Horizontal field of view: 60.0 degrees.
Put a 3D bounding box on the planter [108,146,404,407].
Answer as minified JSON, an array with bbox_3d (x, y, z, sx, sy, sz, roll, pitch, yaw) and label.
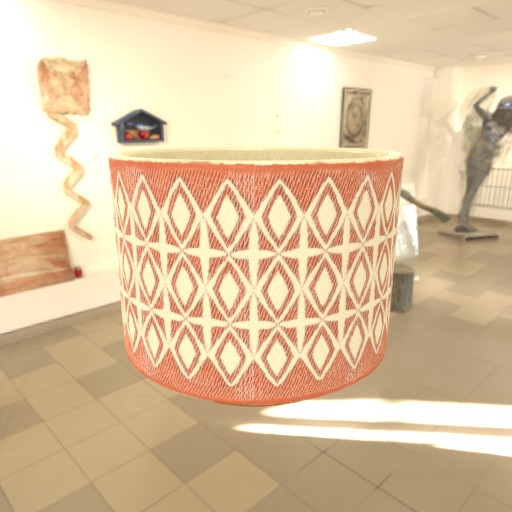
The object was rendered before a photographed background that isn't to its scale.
[{"bbox_3d":[0.000,0.000,0.322,0.192,0.148,0.192,0,16,0],"label":"planter"}]
